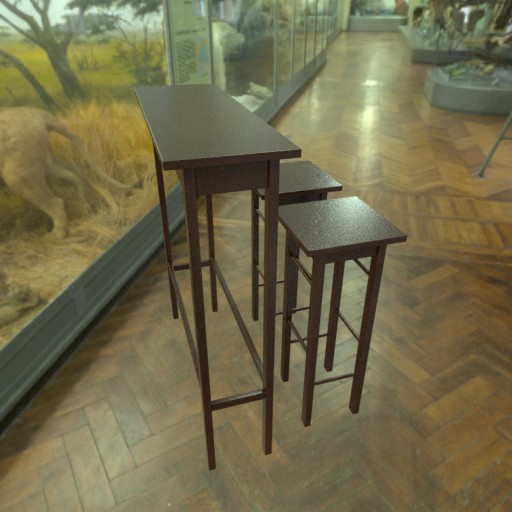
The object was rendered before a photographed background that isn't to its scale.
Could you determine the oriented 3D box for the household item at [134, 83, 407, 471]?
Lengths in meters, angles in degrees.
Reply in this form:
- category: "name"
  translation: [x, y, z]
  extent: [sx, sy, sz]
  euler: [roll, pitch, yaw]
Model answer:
- category: "household item"
  translation: [0.000, 0.000, 1.633]
  extent: [0.676, 1.067, 0.914]
  euler: [-9, 31, -15]
